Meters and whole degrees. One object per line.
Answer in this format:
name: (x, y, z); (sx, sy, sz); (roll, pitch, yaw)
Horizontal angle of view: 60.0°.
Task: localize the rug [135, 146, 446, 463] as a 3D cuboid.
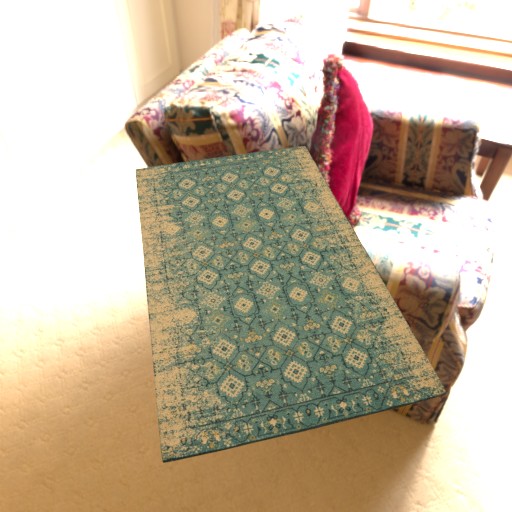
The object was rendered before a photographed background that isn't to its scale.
rug: (0.000, 0.000, 2.224); (1.102, 0.008, 1.795); (-10, 47, -9)
